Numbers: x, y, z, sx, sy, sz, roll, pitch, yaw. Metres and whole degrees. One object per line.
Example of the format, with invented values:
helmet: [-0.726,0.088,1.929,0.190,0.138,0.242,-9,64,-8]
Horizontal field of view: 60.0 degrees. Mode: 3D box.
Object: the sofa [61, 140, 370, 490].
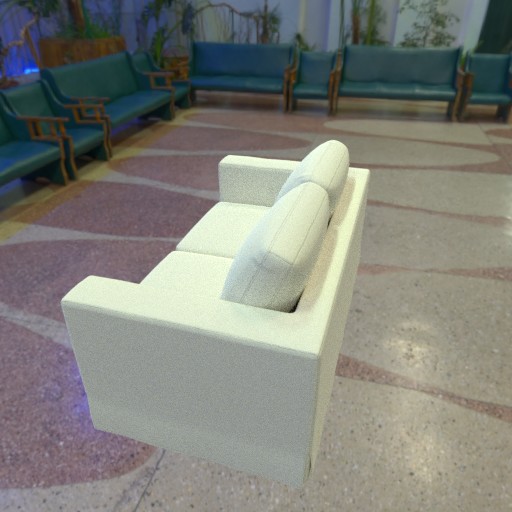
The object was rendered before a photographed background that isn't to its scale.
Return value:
sofa: [0.000,0.000,2.359,1.009,0.932,1.813,9,32,15]
